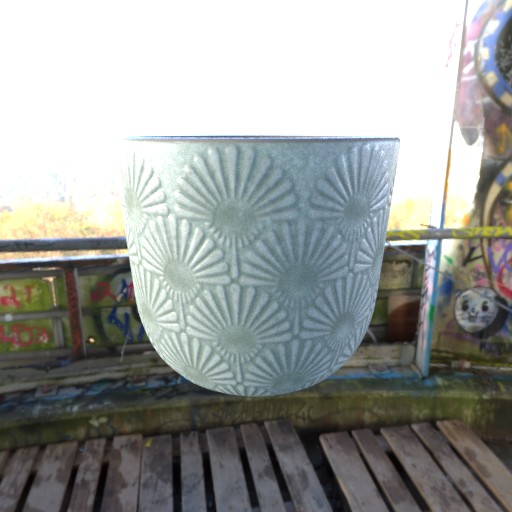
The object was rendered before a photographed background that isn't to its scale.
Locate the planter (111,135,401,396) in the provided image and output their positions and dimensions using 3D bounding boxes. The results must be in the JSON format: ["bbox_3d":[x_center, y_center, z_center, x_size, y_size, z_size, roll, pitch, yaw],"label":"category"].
[{"bbox_3d":[0.000,0.000,0.291,0.170,0.152,0.170,0,16,0],"label":"planter"}]
